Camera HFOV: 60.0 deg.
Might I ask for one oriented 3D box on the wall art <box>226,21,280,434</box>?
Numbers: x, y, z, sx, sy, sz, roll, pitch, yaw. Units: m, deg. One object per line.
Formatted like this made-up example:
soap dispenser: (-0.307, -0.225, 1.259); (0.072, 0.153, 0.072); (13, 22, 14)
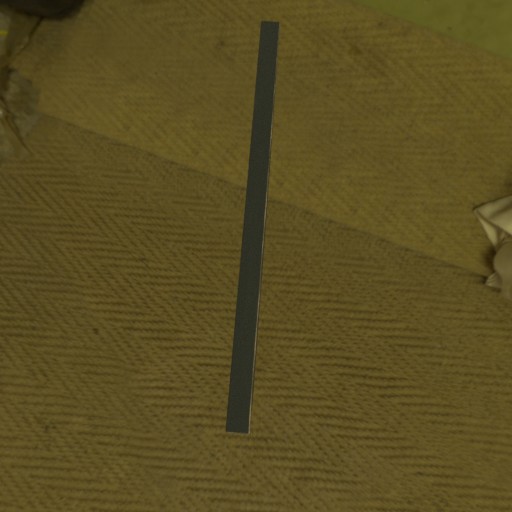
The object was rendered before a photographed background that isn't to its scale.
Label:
wall art: (0.000, 0.000, 0.457); (0.015, 0.303, 0.304); (4, 76, 1)
